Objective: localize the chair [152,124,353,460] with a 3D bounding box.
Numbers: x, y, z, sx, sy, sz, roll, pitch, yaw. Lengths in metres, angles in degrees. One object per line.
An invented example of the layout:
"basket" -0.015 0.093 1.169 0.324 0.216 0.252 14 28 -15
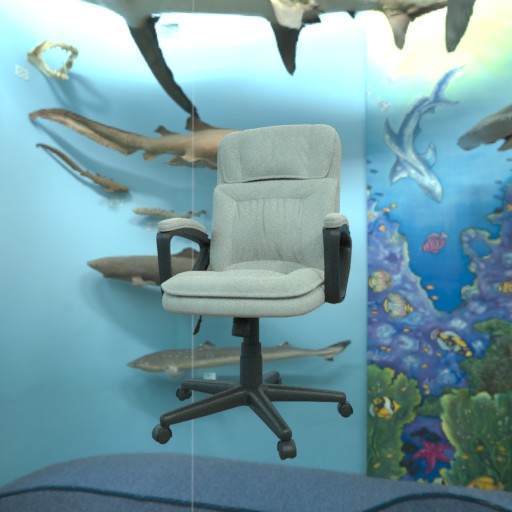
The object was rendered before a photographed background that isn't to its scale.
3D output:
"chair" 0.000 0.000 1.573 0.667 1.105 0.724 0 -1 17
